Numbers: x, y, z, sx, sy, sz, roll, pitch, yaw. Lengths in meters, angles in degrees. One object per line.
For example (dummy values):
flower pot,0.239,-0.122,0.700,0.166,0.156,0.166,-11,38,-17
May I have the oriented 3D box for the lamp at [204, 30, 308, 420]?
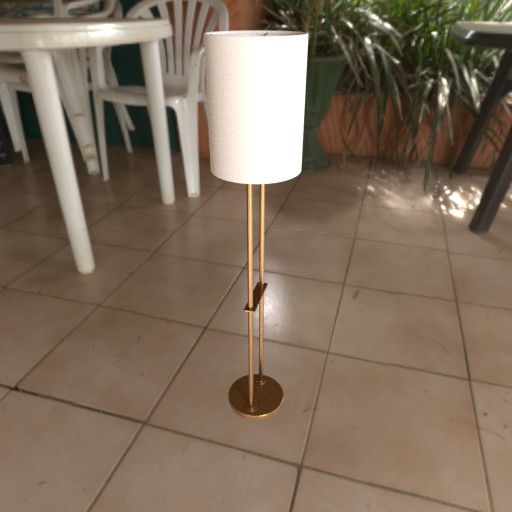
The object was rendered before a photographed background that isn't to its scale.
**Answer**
lamp,0.000,0.000,1.667,0.305,1.500,0.306,8,31,13
